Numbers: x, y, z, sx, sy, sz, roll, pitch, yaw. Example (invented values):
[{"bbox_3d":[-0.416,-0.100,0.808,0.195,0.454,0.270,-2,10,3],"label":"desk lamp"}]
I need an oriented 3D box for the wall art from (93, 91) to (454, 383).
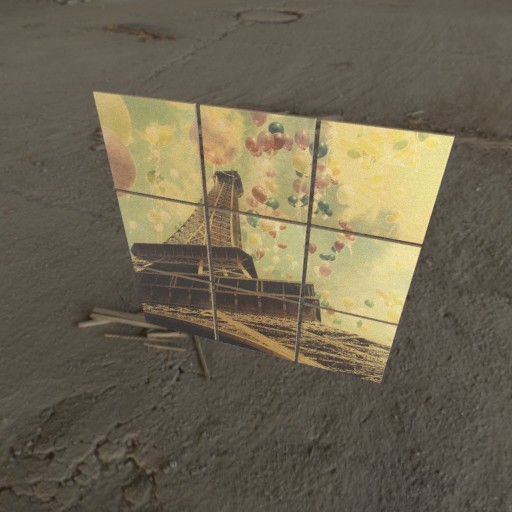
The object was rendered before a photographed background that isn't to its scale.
[{"bbox_3d":[0.000,0.000,1.827,1.219,1.218,0.013,12,41,14],"label":"wall art"}]
